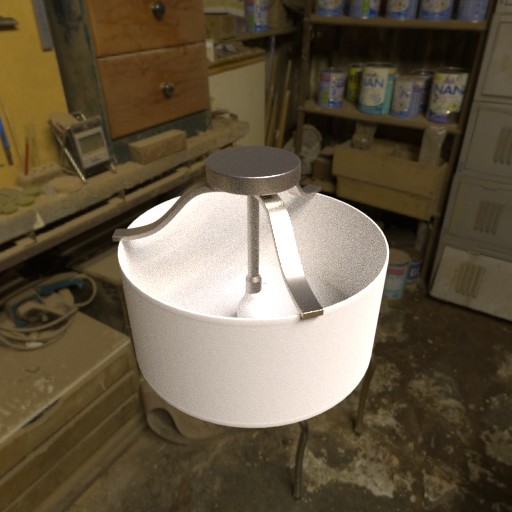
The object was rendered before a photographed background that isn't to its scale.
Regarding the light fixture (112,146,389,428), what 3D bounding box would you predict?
[{"bbox_3d":[0.000,0.000,0.668,0.395,0.304,0.395,0,31,0],"label":"light fixture"}]
